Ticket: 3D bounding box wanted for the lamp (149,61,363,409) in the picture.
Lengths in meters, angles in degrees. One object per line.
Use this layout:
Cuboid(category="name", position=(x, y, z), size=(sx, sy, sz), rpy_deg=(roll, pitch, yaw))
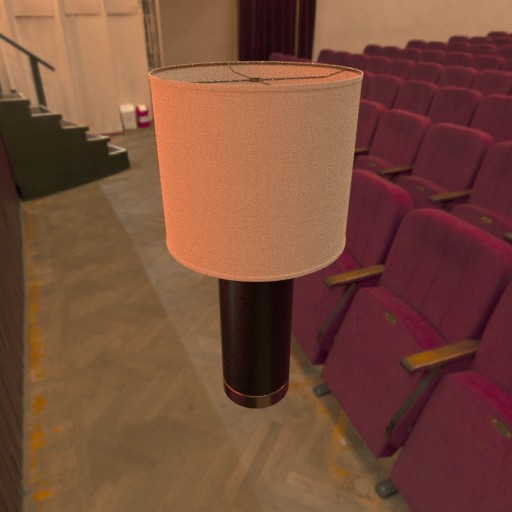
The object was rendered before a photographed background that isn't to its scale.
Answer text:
Cuboid(category="lamp", position=(0.000, 0.000, 0.622), size=(0.241, 0.482, 0.240), rpy_deg=(-9, 30, -17))
